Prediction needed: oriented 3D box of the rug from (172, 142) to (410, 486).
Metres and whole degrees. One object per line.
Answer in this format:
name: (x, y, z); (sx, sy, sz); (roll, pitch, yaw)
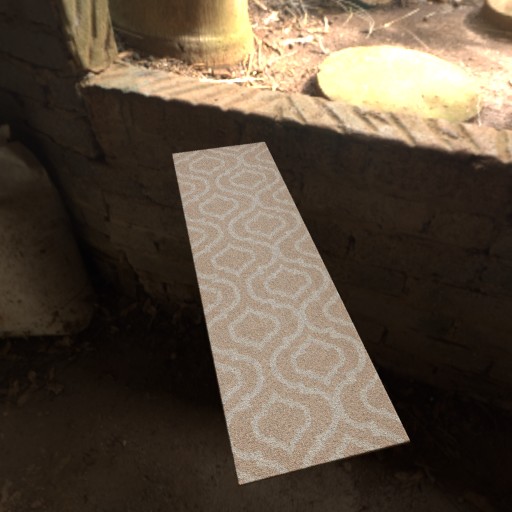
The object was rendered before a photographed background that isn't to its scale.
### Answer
rug: (0.000, 0.000, 2.468); (0.691, 0.013, 2.289); (-10, 46, -10)
